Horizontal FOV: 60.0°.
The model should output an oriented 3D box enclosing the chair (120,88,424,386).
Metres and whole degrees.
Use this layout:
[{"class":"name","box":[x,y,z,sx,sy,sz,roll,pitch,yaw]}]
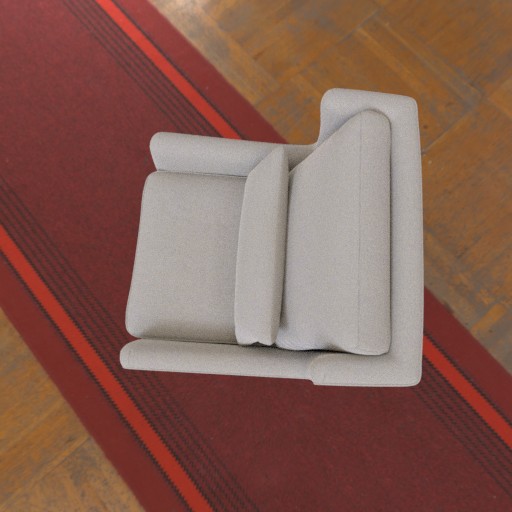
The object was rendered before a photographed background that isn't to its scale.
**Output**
[{"class":"chair","box":[0.000,0.000,1.857,1.040,1.056,0.982,4,76,1]}]
